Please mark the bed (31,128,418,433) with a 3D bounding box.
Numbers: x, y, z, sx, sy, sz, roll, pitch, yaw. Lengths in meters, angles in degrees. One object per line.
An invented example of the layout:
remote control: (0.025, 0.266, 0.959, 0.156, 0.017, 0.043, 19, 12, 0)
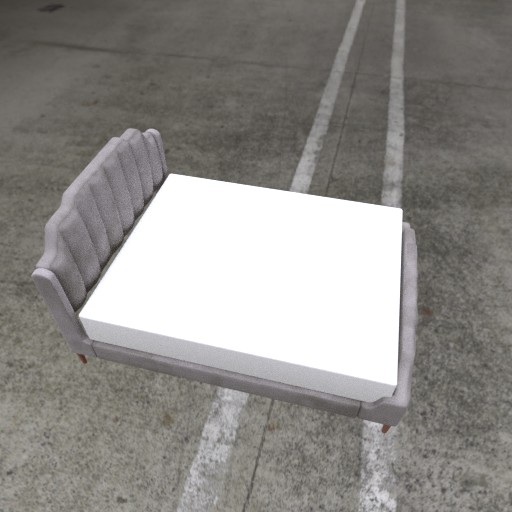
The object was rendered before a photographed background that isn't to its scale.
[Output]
bed: (0.000, 0.000, 3.251, 2.340, 1.245, 1.676, 10, 47, 10)
